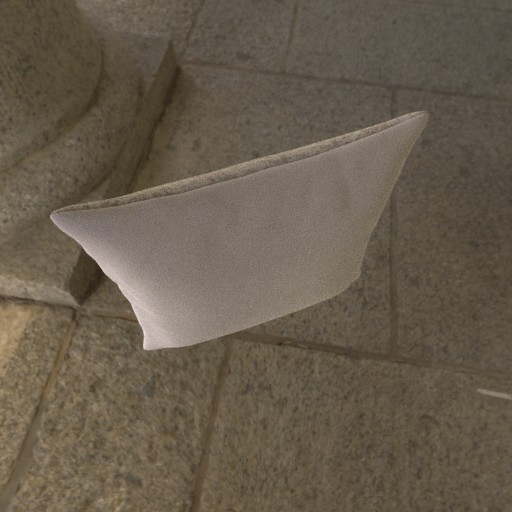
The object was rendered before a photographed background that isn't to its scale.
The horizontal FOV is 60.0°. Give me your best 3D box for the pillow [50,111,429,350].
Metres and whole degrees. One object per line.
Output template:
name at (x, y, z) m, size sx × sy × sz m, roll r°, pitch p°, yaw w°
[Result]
pillow at (0.000, 0.000, 0.790) m, size 0.523 × 0.510 × 0.166 m, roll -17°, pitch 61°, yaw -10°
